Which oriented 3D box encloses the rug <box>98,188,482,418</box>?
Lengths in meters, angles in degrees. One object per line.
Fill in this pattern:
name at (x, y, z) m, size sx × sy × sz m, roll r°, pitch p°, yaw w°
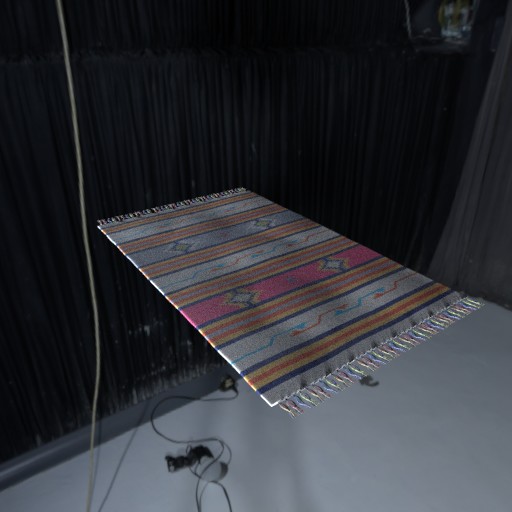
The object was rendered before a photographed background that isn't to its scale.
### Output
rug at (0.000, 0.000, 2.268) m, size 1.084 × 0.013 × 1.849 m, roll -18°, pitch 33°, yaw -31°
